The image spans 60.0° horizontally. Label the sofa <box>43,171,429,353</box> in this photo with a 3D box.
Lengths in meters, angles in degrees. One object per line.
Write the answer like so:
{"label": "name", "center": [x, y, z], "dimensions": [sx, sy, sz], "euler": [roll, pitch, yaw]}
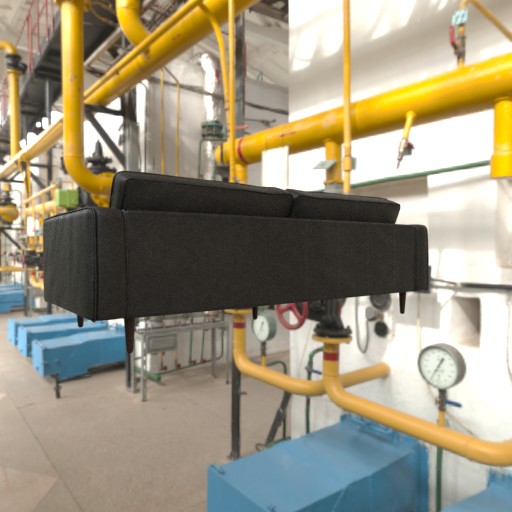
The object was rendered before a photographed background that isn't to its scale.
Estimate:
{"label": "sofa", "center": [0.000, 0.000, 2.641], "dimensions": [2.210, 0.762, 0.914], "euler": [-1, 1, -36]}
